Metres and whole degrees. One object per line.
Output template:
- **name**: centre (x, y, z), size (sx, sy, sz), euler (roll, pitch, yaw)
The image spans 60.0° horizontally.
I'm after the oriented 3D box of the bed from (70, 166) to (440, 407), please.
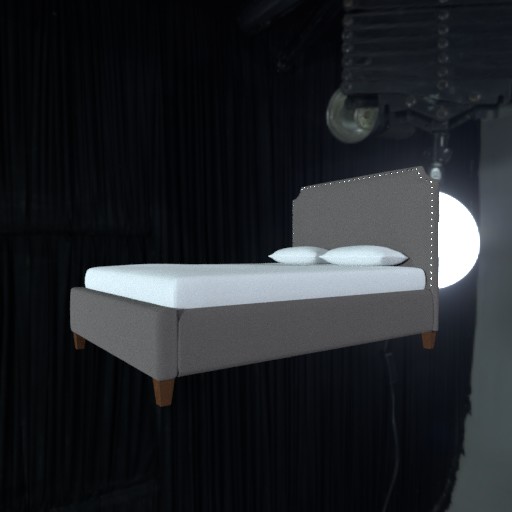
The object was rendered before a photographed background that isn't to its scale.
- **bed**: centre (0.000, 0.000, 3.467), size (2.372, 1.443, 1.713), euler (0, 0, -36)
